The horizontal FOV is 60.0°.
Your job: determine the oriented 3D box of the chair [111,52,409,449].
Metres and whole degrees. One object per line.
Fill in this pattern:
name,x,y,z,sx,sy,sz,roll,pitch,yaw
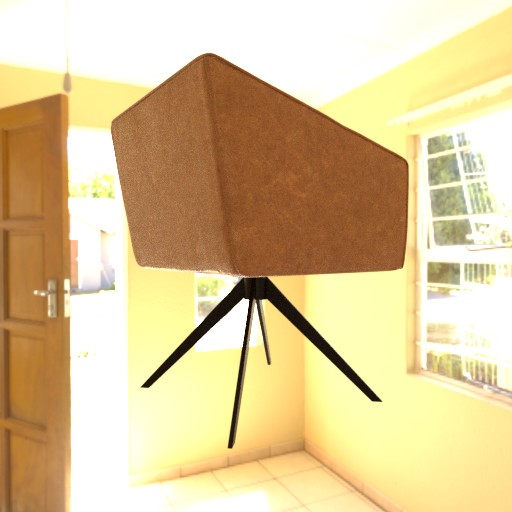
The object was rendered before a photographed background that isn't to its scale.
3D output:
chair,0.000,0.000,1.217,0.625,0.760,0.588,-1,1,-35
